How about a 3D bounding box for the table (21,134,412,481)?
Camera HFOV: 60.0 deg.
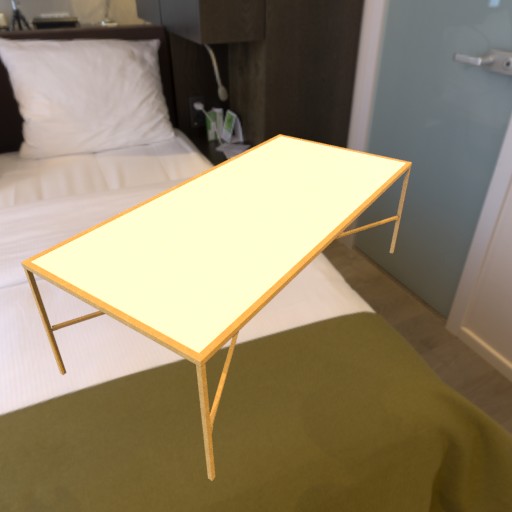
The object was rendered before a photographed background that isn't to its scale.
[{"bbox_3d":[0.000,0.000,1.482,0.580,0.398,1.206,21,38,28],"label":"table"}]
